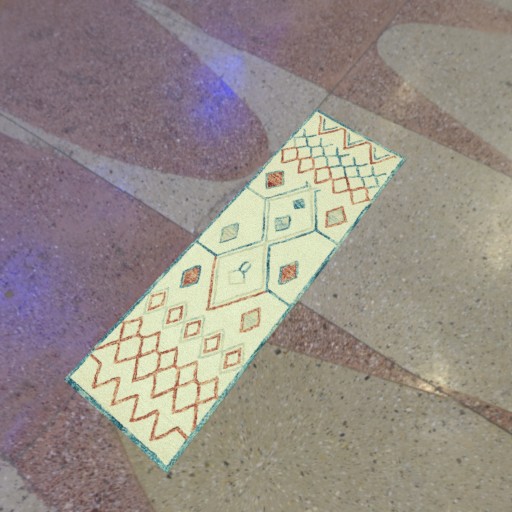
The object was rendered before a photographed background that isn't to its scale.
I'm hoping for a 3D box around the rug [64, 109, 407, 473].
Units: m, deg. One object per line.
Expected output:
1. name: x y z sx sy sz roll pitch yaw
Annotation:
1. rug: 0.000 0.000 2.713 0.750 0.011 2.435 34 69 15
